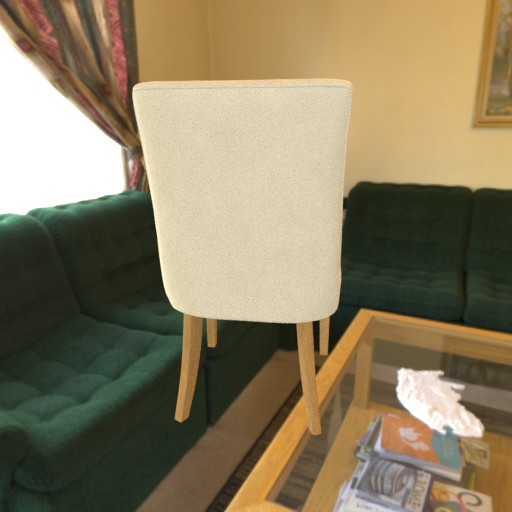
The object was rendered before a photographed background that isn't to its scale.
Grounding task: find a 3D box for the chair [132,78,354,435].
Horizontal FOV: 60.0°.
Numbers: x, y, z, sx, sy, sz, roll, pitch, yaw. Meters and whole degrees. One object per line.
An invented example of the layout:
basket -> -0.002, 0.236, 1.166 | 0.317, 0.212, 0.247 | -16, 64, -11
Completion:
chair -> 0.000, 0.000, 1.284 | 0.495, 0.902, 0.610 | 2, 16, 8
